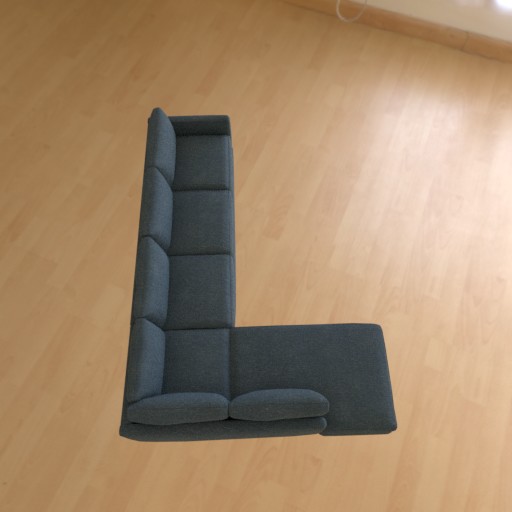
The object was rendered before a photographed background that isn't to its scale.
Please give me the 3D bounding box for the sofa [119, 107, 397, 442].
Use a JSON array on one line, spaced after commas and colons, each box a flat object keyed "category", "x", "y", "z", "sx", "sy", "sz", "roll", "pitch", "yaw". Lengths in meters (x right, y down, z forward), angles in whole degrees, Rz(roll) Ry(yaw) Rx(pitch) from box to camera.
[{"category": "sofa", "x": 0.000, "y": 0.000, "z": 3.873, "sx": 2.007, "sy": 0.815, "sz": 2.949, "roll": -2, "pitch": 64, "yaw": -1}]
